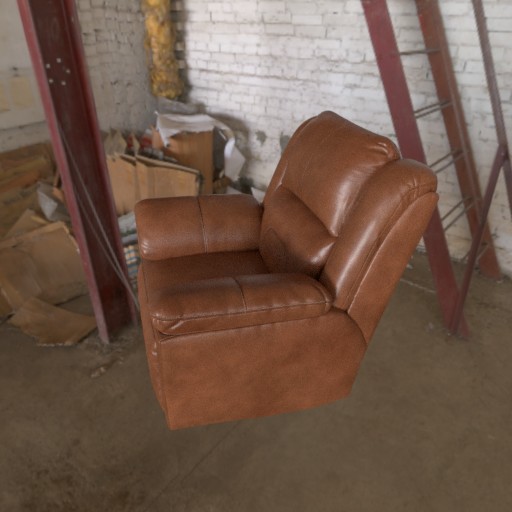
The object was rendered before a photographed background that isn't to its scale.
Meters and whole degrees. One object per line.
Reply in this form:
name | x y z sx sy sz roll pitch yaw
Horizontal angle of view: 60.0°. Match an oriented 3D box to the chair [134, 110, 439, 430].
chair | 0.000 0.000 1.932 1.041 1.093 0.990 -9 31 -15
